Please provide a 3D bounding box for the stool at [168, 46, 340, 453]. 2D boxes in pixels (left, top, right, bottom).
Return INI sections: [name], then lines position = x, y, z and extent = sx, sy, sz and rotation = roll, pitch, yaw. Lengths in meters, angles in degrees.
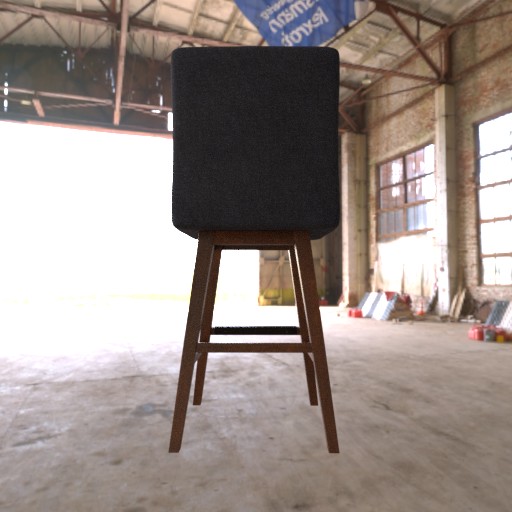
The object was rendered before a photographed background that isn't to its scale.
[stool]
position = 0.000, 0.000, 1.388
extent = 0.489, 1.068, 0.572
rotation = 0, -2, 1
